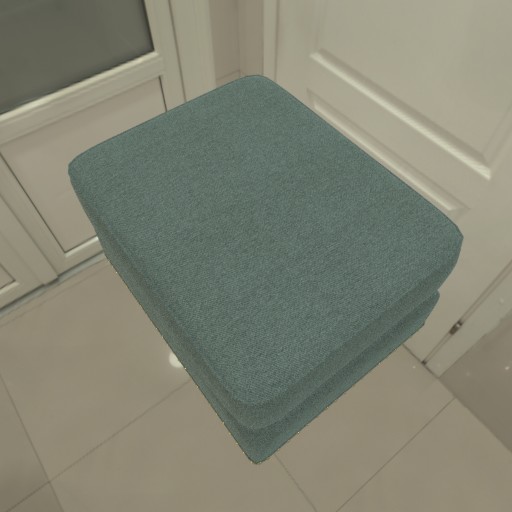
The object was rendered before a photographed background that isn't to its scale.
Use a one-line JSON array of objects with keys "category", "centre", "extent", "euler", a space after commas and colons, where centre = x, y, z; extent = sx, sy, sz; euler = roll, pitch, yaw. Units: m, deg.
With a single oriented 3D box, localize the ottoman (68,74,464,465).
[{"category": "ottoman", "centre": [0.000, 0.000, 1.109], "extent": [0.589, 0.537, 0.738], "euler": [-33, 63, -20]}]
